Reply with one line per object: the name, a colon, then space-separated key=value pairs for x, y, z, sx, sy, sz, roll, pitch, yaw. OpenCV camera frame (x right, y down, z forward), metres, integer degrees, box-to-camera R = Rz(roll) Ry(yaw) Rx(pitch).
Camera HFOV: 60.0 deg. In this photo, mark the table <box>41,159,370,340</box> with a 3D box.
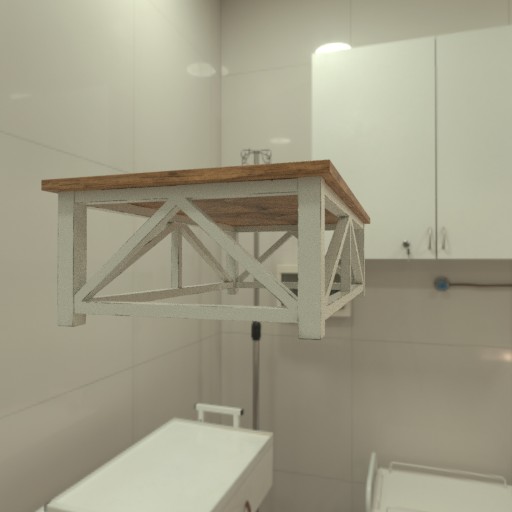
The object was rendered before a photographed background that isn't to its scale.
table: x=0.000 y=0.000 z=1.771 sx=0.800 sy=0.410 sz=1.400 roll=0 pitch=-1 yaw=18
